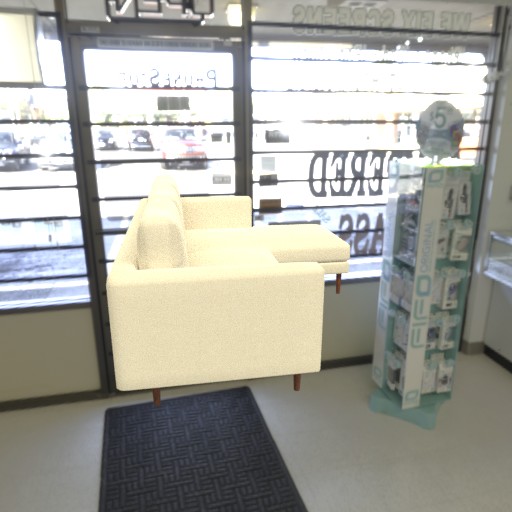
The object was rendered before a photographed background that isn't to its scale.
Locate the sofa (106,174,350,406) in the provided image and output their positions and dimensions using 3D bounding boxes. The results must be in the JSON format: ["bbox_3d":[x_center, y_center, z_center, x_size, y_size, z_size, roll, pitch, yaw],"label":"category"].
[{"bbox_3d":[0.000,0.000,2.887,1.580,0.899,2.029,-3,17,-10],"label":"sofa"}]
